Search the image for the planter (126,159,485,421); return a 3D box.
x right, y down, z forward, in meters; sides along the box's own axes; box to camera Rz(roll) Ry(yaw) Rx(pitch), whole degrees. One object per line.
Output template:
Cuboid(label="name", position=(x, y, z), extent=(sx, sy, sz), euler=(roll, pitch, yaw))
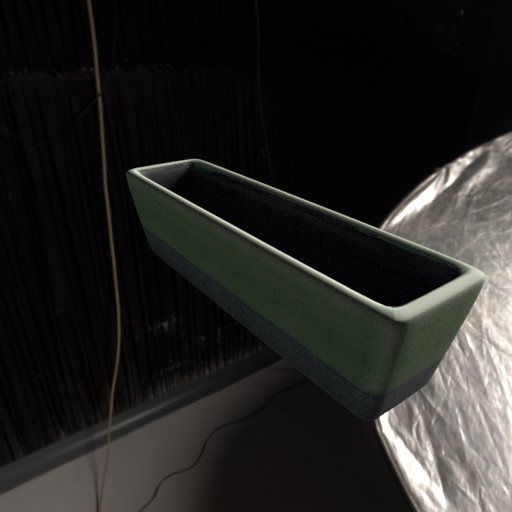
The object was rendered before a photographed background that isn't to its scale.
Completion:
Cuboid(label="planter", position=(0.000, 0.000, 0.301), extent=(0.072, 0.072, 0.275), euler=(-18, 31, -32))
